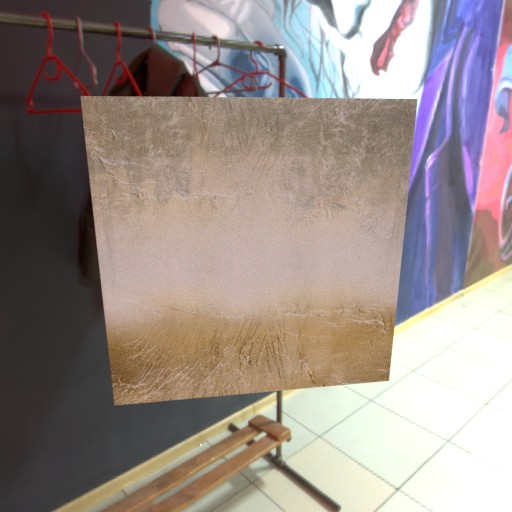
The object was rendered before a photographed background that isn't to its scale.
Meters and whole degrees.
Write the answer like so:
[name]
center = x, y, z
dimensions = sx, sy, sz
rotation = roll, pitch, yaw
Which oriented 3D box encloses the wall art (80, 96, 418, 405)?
[wall art]
center = 0.000, 0.000, 0.606
dimensions = 0.405, 0.407, 0.038
rotation = -3, 17, -8
